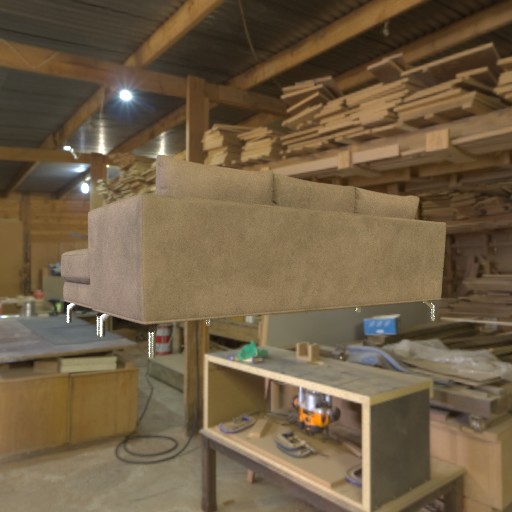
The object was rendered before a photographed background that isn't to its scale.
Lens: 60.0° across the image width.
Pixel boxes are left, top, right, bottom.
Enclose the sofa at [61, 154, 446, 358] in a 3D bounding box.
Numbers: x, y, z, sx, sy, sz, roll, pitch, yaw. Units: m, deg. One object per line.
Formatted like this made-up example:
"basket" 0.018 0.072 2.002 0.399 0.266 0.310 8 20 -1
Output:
"sofa" 0.000 0.000 3.315 2.438 0.987 1.622 1 -1 -36
